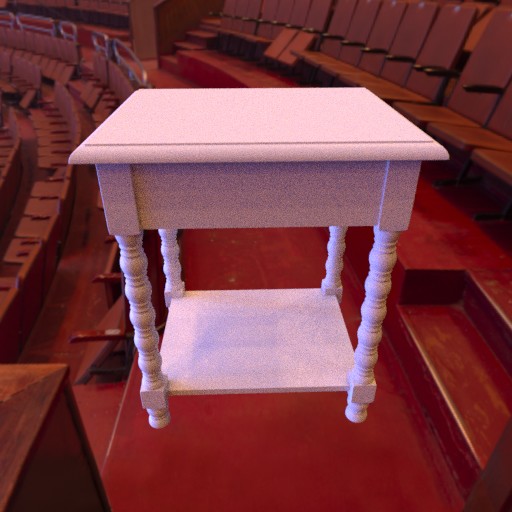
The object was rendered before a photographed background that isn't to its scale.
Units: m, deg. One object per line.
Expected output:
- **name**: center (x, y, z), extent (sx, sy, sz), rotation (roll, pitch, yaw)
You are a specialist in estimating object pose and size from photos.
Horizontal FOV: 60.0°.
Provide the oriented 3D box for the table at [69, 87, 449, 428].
- **table**: center (0.000, 0.000, 0.825), extent (0.460, 0.531, 0.381), rotation (-1, 31, -2)
